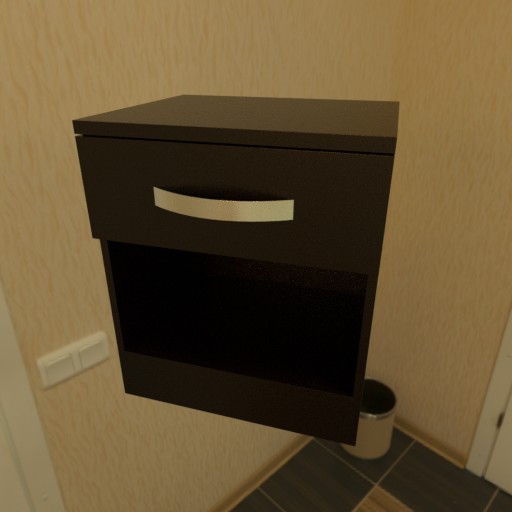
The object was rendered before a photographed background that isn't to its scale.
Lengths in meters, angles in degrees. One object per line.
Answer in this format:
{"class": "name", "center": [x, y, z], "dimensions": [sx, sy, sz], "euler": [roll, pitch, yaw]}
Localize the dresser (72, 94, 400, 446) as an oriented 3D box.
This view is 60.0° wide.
{"class": "dresser", "center": [0.000, 0.000, 0.748], "dimensions": [0.400, 0.470, 0.360], "euler": [7, 27, 15]}
